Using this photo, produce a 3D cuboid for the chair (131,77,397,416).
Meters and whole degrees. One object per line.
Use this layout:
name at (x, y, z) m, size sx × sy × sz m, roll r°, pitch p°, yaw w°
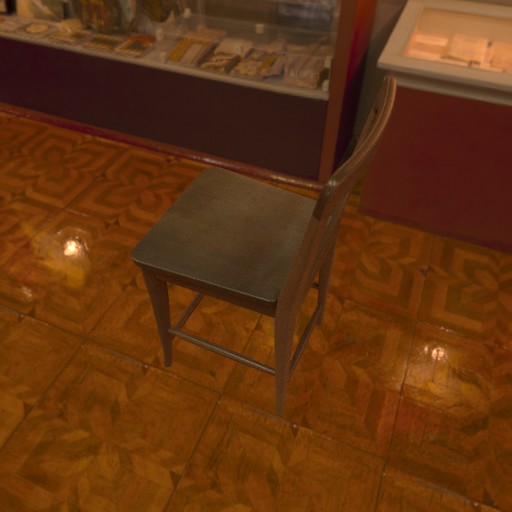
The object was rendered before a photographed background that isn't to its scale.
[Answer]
chair at (0.000, 0.000, 1.284) m, size 0.546 × 0.991 × 0.450 m, roll 19°, pitch 50°, yaw 17°
